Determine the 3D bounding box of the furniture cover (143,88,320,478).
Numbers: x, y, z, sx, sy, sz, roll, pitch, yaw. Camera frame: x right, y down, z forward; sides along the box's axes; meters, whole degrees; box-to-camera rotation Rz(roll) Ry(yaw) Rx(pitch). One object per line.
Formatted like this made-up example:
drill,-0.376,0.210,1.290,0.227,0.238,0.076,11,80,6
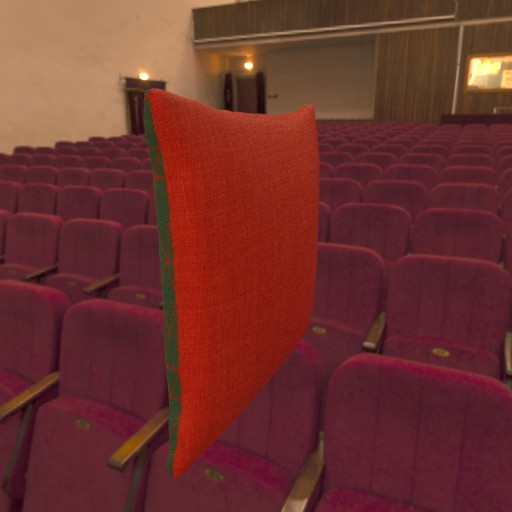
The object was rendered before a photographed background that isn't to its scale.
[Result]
furniture cover,0.000,0.000,0.756,0.158,0.508,0.517,8,18,24
